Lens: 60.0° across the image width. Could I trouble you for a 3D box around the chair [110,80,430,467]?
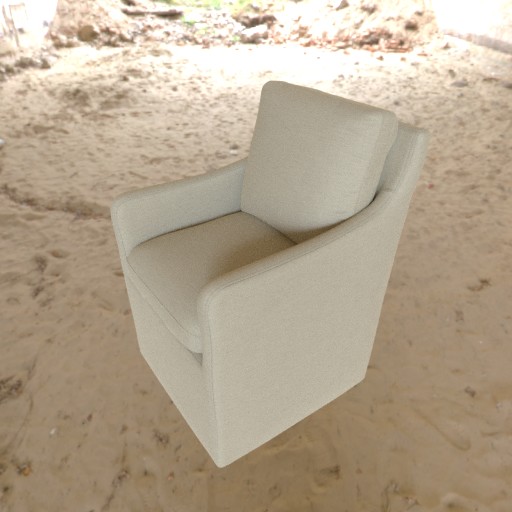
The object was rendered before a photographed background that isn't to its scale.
[{"bbox_3d":[0.000,0.000,1.365,0.694,0.914,0.626,-21,38,-29],"label":"chair"}]
